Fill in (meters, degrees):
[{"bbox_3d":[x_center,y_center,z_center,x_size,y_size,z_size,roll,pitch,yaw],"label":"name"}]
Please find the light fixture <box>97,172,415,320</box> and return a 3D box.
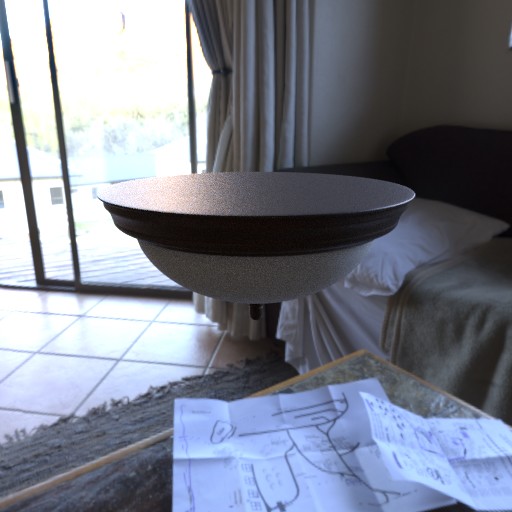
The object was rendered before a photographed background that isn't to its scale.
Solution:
[{"bbox_3d":[0.000,0.000,0.431,0.280,0.135,0.280,0,16,0],"label":"light fixture"}]
